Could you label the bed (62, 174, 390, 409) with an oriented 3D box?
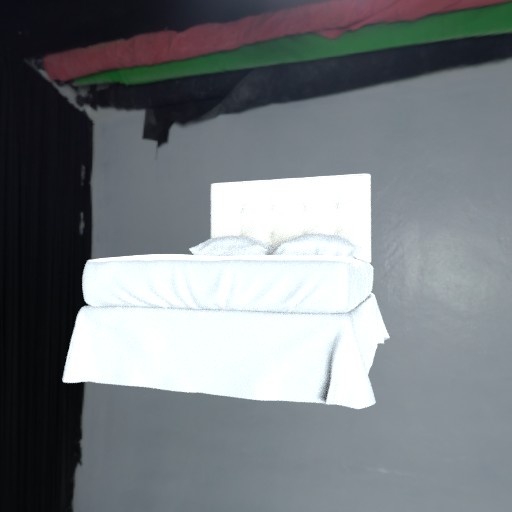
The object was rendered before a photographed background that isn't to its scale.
[{"bbox_3d":[0.000,0.000,3.446,1.936,1.577,2.222,0,-2,18],"label":"bed"}]
